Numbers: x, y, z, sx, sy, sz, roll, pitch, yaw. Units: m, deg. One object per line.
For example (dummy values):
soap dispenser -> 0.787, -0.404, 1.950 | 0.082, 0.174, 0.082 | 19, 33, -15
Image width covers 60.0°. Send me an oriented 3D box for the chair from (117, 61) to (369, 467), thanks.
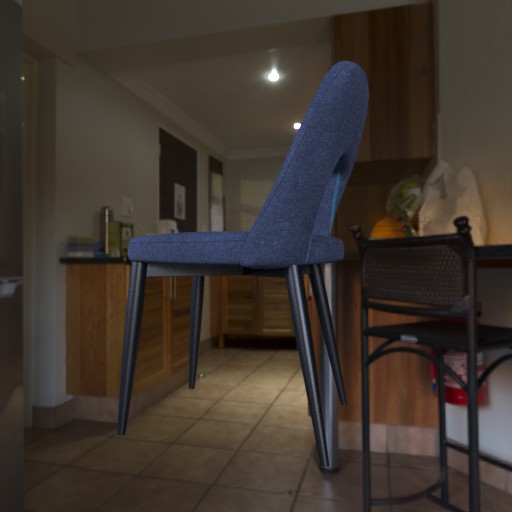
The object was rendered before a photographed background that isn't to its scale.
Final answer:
chair -> 0.000, 0.000, 1.246 | 0.612, 0.931, 0.470 | 0, 0, 17
